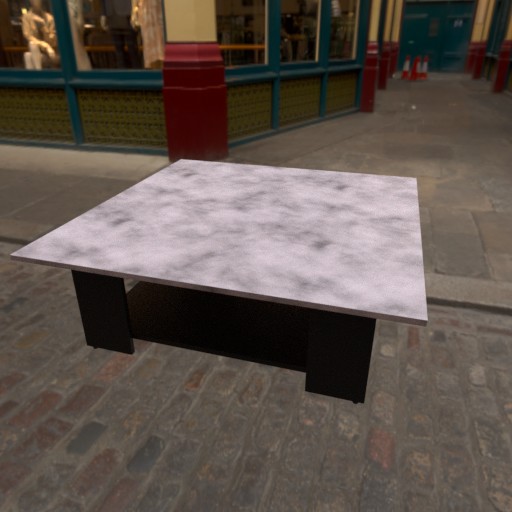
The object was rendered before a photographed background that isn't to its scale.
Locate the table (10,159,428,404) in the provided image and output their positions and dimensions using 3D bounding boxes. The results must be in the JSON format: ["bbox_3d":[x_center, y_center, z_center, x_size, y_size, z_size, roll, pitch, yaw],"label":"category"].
[{"bbox_3d":[0.000,0.000,1.332,0.890,0.305,0.890,8,28,15],"label":"table"}]
